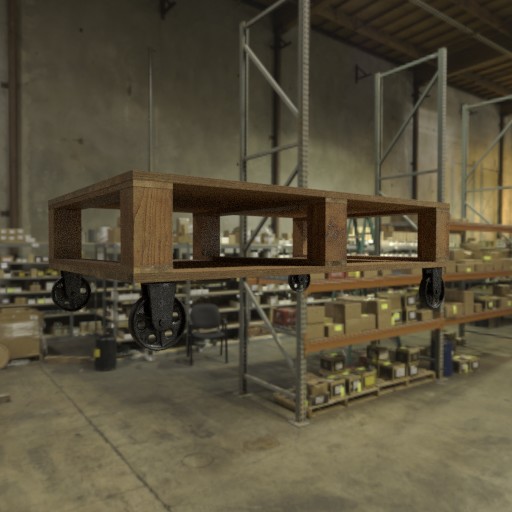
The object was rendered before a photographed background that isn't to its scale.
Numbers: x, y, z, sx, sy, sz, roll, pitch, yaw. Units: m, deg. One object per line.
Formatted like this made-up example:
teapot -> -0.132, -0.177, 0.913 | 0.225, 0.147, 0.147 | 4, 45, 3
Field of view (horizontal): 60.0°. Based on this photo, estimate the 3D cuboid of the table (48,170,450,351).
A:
table -> 0.000, 0.000, 1.700 | 1.299, 0.413, 0.827 | -1, 2, -37
